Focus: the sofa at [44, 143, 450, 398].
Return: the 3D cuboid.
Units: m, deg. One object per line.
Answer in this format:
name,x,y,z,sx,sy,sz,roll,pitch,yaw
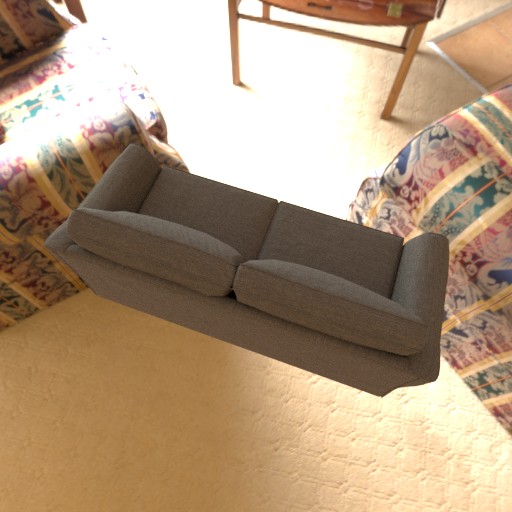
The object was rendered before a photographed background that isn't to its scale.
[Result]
sofa,0.000,0.000,2.791,2.270,0.950,0.971,18,66,8
